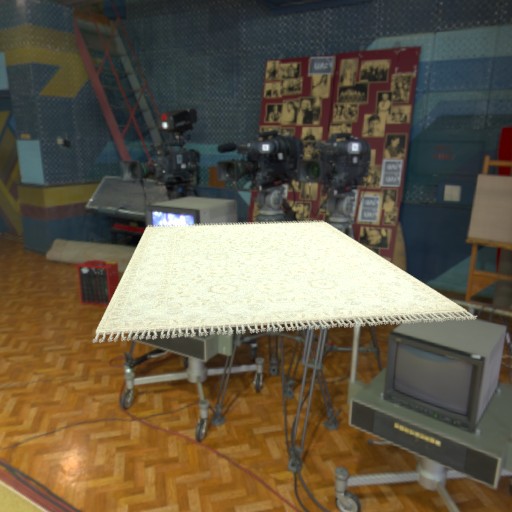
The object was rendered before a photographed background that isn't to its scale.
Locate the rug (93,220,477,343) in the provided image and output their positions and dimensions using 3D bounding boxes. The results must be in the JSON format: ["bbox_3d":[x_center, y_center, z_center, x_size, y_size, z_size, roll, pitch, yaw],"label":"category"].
[{"bbox_3d":[0.000,0.000,2.223,1.223,0.015,1.771,-2,15,-8],"label":"rug"}]
